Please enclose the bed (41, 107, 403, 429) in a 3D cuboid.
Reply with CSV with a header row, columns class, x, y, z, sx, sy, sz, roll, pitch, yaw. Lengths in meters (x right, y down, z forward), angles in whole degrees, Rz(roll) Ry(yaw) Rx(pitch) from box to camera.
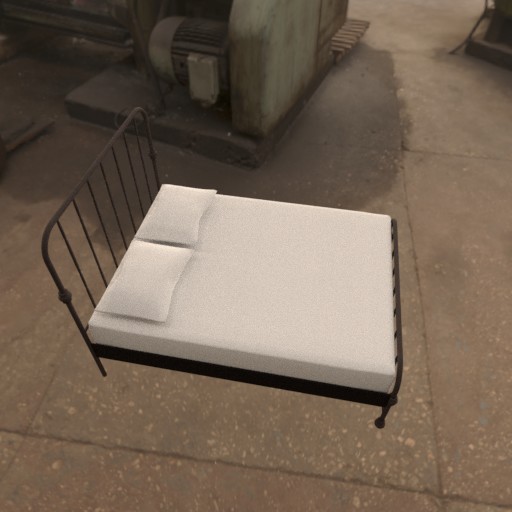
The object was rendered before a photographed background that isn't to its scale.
class,x,y,z,sx,sy,sz,roll,pitch,yaw
bed,0.000,0.000,3.244,2.134,1.446,1.616,8,47,7
